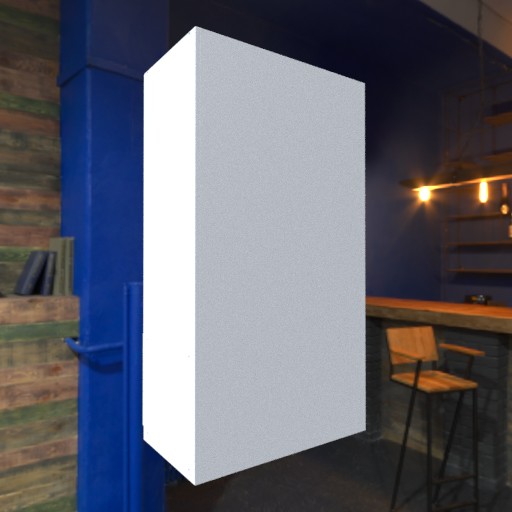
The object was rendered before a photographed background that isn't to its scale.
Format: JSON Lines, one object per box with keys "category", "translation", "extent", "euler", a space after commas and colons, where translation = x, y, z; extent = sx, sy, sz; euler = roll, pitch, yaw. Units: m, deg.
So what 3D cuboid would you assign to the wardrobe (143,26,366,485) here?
{"category": "wardrobe", "translation": [0.000, 0.000, 2.264], "extent": [0.991, 1.808, 0.577], "euler": [0, -1, -35]}
